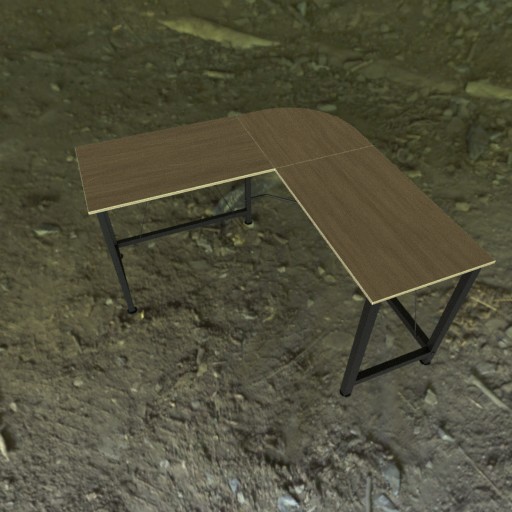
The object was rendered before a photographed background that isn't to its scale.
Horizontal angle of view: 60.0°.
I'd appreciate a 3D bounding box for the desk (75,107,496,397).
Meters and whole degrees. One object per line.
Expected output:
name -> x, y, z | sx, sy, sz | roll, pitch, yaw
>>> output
desk -> 0.000, 0.000, 2.226 | 1.400, 0.762, 1.400 | -16, 48, -15
